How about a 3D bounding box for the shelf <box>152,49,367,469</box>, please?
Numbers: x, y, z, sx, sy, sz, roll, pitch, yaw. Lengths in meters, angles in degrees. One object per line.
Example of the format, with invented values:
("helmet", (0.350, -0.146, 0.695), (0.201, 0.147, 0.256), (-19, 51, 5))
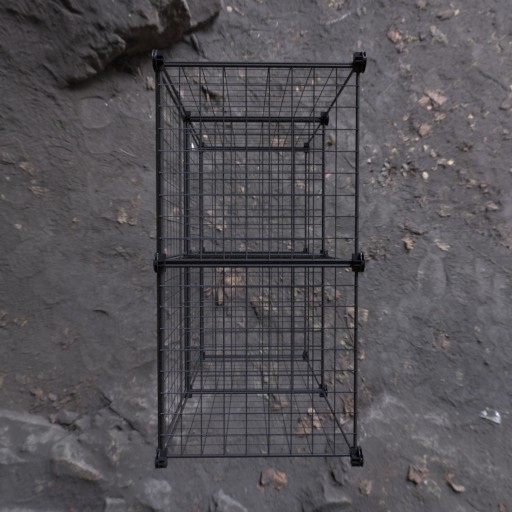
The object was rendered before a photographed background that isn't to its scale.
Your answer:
("shelf", (0.000, 0.000, 1.097), (0.356, 0.711, 0.711), (0, 92, -1))
